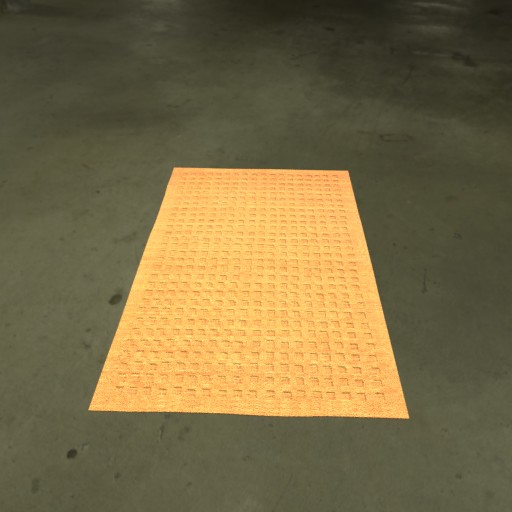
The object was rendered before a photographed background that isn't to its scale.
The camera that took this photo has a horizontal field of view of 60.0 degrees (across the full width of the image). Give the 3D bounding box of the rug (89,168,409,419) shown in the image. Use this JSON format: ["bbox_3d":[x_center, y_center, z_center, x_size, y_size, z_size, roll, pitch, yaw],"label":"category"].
[{"bbox_3d":[0.000,0.000,2.238,1.143,0.006,1.747,1,40,1],"label":"rug"}]
